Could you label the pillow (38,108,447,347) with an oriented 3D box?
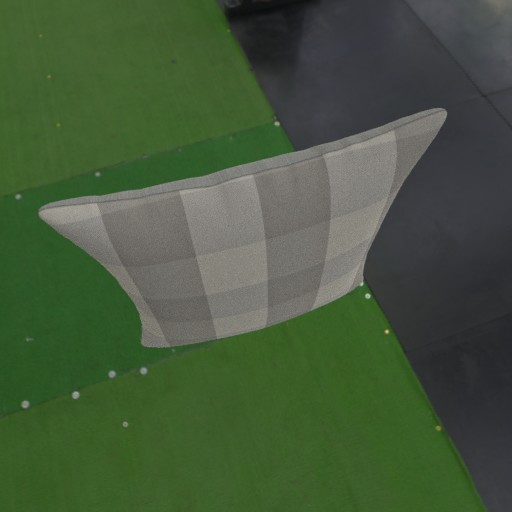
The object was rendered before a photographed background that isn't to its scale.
[{"bbox_3d":[0.000,0.000,0.752,0.511,0.509,0.161,-16,64,-8],"label":"pillow"}]
